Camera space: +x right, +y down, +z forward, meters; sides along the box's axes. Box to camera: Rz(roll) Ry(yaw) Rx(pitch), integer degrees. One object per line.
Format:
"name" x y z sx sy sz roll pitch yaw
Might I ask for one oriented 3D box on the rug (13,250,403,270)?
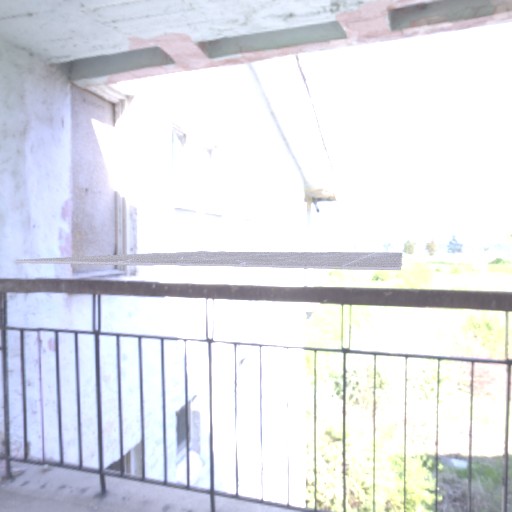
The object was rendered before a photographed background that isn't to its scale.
"rug" 0.000 0.000 0.872 0.548 0.006 0.639 1 2 18
